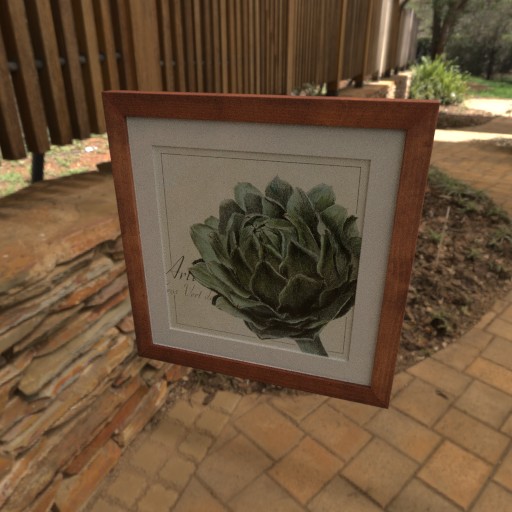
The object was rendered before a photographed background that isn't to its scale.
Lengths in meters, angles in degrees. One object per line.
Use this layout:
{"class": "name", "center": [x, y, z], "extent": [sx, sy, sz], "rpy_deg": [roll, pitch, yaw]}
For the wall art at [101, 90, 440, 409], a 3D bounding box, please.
{"class": "wall art", "center": [0.000, 0.000, 0.836], "extent": [0.554, 0.572, 0.037], "rpy_deg": [8, 26, 16]}
